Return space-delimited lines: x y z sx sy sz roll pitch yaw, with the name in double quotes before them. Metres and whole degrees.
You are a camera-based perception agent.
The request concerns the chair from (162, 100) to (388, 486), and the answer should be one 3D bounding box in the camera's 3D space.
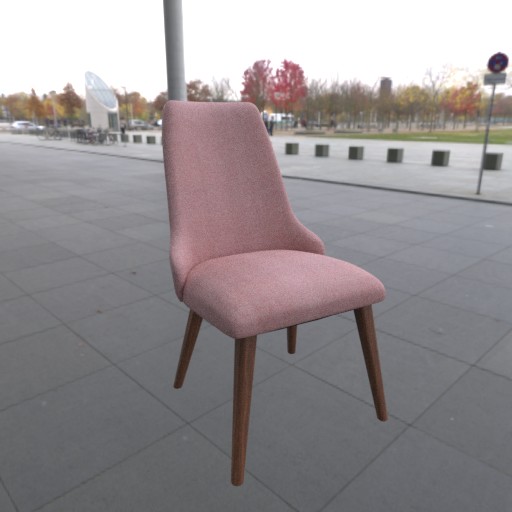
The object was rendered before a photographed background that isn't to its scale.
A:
"chair" 0.000 0.000 1.361 0.535 0.918 0.707 -9 19 -28
